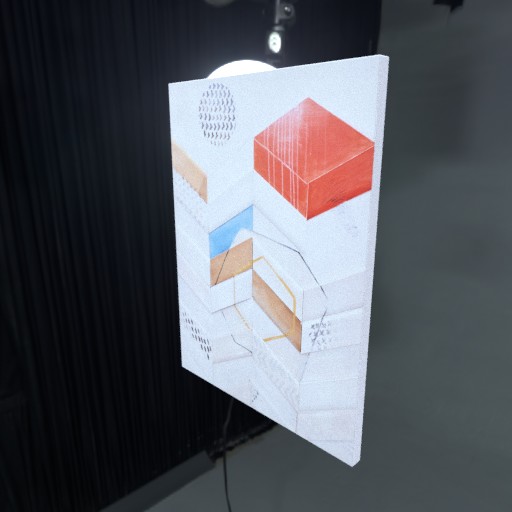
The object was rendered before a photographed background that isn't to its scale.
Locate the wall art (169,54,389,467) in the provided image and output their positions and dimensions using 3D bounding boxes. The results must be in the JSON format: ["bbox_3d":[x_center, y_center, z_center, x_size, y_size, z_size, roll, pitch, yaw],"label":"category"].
[{"bbox_3d":[0.000,0.000,1.586,0.914,1.221,0.046,15,21,43],"label":"wall art"}]
